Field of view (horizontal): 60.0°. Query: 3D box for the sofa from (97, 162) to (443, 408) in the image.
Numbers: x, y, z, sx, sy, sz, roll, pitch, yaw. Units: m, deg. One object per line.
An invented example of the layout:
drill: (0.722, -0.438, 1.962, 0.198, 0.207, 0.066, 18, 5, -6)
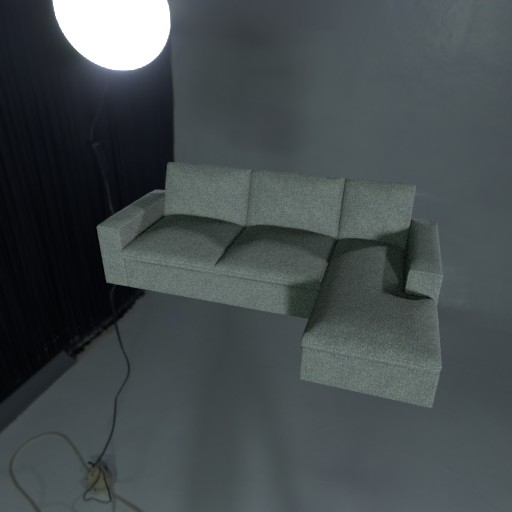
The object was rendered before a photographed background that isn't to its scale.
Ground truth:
sofa: (0.000, 0.000, 3.498, 2.718, 0.940, 1.689, 8, 28, 16)
